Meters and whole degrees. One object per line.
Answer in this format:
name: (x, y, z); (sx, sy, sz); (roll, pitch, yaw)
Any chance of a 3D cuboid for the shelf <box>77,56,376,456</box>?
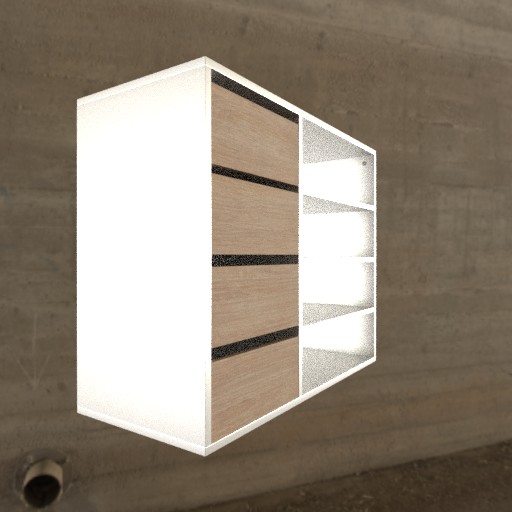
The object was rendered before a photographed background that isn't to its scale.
shelf: (0.000, 0.000, 1.289); (0.396, 0.732, 0.895); (0, 0, 35)
